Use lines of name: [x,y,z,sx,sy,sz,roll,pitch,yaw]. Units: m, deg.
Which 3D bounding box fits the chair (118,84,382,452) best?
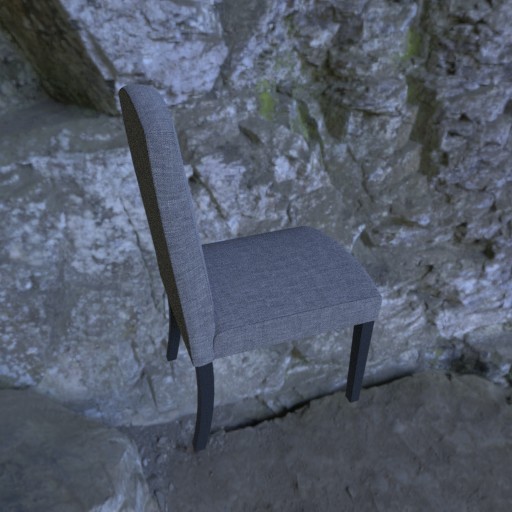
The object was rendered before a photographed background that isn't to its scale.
chair: [0.000,0.000,1.233,0.580,0.917,0.451,-11,31,-18]
